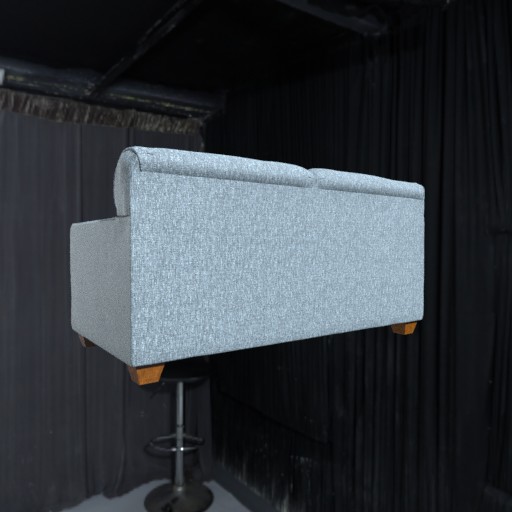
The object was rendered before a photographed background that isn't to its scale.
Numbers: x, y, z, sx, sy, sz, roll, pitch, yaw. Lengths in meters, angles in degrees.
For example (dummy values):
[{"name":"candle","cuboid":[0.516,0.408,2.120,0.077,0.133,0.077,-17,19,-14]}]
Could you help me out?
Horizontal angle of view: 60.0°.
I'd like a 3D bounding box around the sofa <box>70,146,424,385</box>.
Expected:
[{"name":"sofa","cuboid":[0.000,0.000,2.559,1.846,0.958,0.998,-1,2,-35]}]
